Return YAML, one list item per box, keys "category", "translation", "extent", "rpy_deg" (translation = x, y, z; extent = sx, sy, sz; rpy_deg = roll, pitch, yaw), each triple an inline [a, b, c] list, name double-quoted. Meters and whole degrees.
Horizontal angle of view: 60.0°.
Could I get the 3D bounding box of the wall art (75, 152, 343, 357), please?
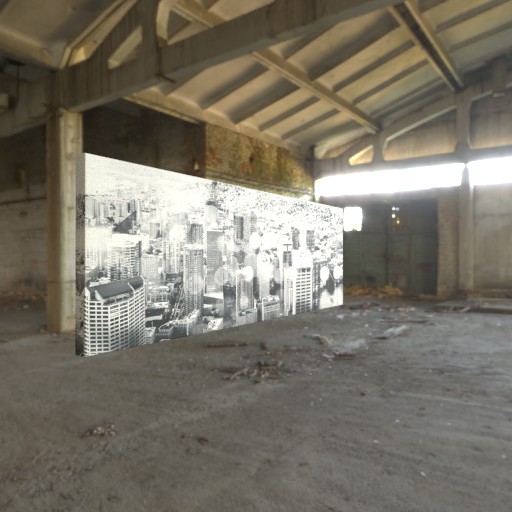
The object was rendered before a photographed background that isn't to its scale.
- category: "wall art"
  translation: [0.000, 0.000, 1.729]
  extent: [0.044, 0.507, 1.520]
  rpy_deg: [0, 0, 35]
